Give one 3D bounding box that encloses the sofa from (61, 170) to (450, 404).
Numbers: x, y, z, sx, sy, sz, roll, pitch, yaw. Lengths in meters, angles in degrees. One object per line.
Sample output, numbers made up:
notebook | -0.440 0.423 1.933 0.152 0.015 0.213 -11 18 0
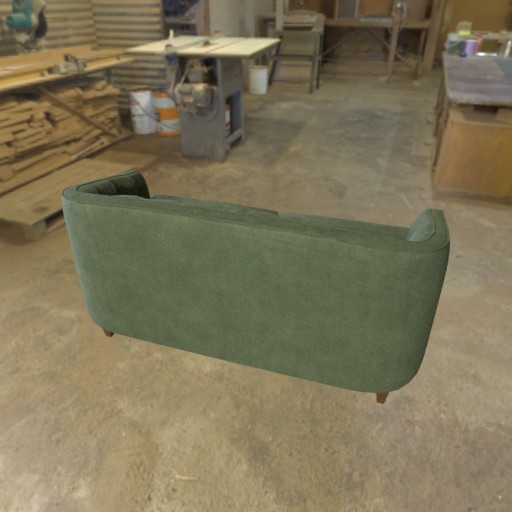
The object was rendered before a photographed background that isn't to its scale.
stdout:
sofa | 0.000 0.000 2.260 1.733 0.855 0.941 10 32 16
